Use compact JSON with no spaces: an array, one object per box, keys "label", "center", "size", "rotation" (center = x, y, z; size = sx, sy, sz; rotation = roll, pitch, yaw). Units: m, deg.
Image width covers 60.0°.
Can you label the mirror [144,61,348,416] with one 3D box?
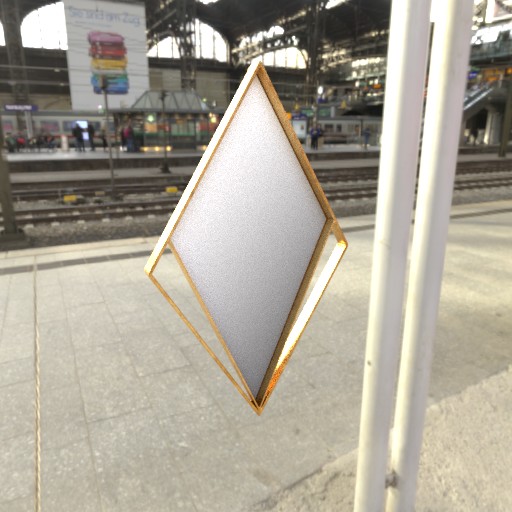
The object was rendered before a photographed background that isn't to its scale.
[{"label":"mirror","center":[0.000,0.000,0.839],"size":[0.419,0.679,0.032],"rotation":[-8,18,-27]}]
